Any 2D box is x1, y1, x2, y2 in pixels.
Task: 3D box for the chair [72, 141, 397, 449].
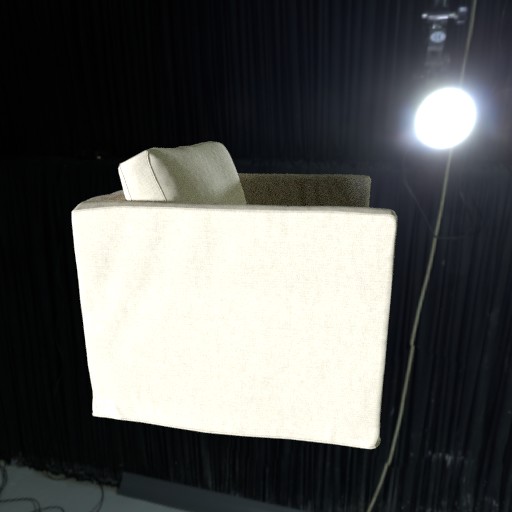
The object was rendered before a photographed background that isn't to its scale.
[{"bbox_3d":[0.000,0.000,1.756,0.949,0.867,1.057,3,16,9],"label":"chair"}]
